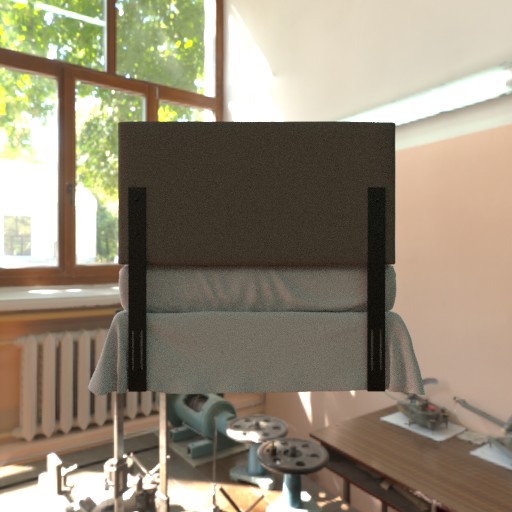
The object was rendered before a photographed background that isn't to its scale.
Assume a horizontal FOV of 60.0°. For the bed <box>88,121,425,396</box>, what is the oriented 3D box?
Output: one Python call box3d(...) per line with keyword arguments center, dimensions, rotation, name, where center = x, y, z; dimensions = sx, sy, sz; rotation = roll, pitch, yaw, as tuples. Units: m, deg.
box3d(center=(0.000, 0.000, 3.595), dimensions=(1.936, 1.577, 2.222), rotation=(0, 0, 0), name="bed")
